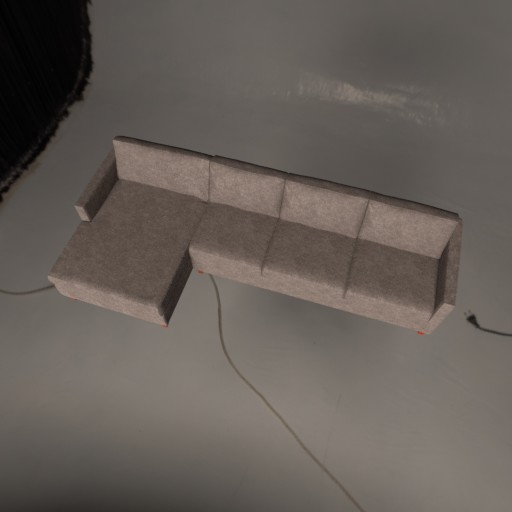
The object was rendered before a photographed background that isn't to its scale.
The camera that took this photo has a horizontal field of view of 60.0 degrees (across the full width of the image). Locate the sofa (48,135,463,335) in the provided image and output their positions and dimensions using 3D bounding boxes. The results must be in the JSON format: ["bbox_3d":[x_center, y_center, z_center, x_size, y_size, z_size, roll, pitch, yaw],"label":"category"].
[{"bbox_3d":[0.000,0.000,4.120,3.471,0.954,1.606,15,60,9],"label":"sofa"}]
